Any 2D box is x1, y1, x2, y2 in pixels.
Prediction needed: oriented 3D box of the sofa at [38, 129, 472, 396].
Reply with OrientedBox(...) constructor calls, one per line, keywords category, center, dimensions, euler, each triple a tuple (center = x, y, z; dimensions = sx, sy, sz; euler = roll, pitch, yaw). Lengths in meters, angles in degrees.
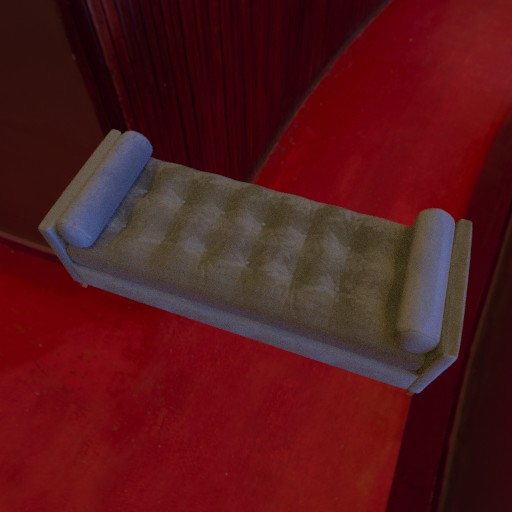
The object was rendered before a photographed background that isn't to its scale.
OrientedBox(category="sofa", center=(0.000, 0.000, 2.493), dimensions=(2.102, 0.705, 0.796), euler=(16, 59, 10))
